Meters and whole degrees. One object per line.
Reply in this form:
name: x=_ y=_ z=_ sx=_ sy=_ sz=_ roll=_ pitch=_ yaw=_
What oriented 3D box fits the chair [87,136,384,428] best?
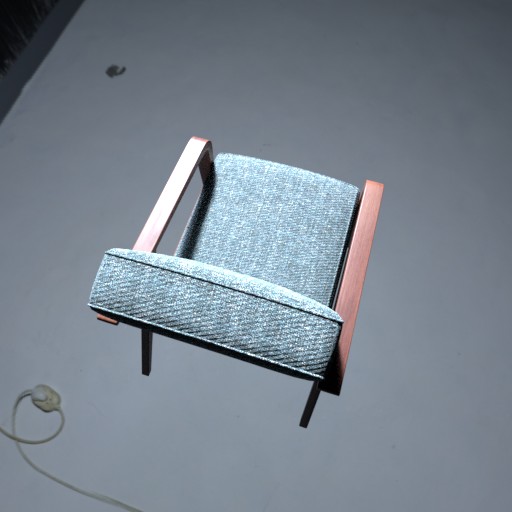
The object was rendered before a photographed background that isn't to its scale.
chair: x=0.000 y=0.000 z=1.531 sx=0.719 sy=0.864 sz=0.889 roll=16 pitch=66 yaw=7
